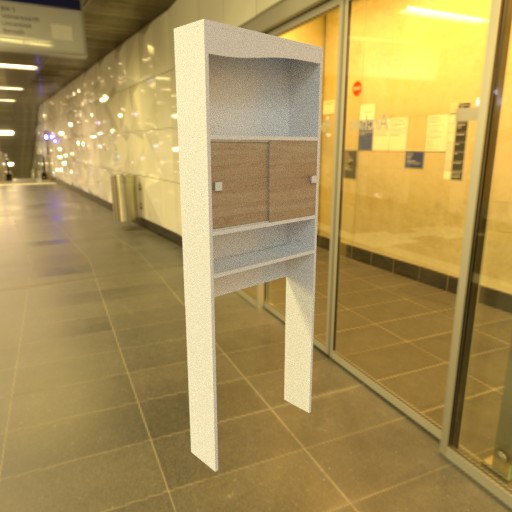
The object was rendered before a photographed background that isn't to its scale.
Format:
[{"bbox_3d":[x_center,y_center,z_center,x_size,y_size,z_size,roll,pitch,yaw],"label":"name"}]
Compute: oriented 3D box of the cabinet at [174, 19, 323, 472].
[{"bbox_3d":[0.000,0.000,1.965,0.643,1.770,0.192,-13,19,-42],"label":"cabinet"}]
